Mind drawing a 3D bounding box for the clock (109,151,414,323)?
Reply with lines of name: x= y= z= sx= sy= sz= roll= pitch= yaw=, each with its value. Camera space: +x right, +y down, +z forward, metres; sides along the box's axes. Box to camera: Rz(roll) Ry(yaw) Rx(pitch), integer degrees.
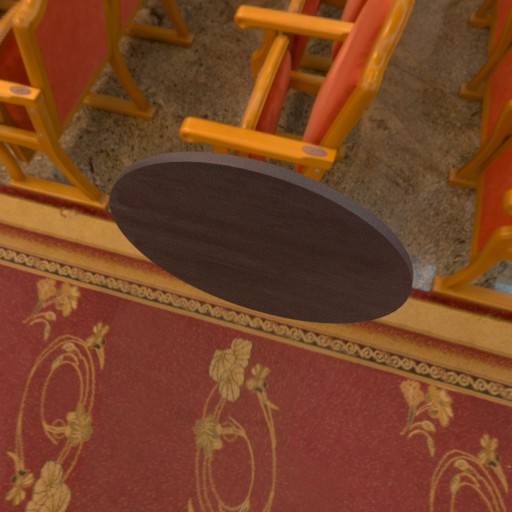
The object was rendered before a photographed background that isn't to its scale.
clock: x=0.000 y=0.000 z=0.882 sx=0.595 sy=0.595 sz=0.029 roll=15 pitch=65 yaw=7
